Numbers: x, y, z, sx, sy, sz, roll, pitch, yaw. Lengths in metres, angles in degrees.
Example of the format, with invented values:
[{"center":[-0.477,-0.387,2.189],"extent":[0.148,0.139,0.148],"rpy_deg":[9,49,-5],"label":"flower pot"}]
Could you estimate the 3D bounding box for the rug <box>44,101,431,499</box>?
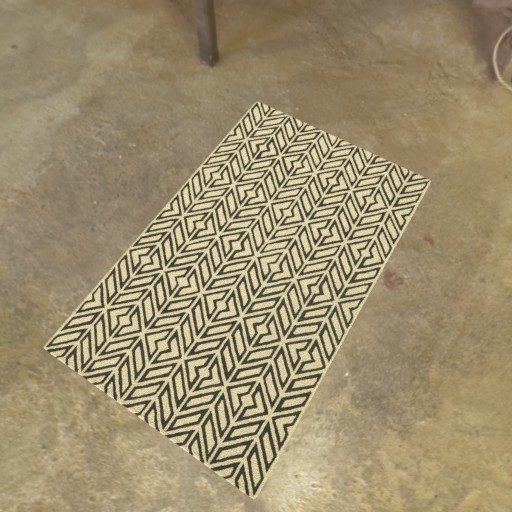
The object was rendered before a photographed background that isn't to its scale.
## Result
[{"center":[0.000,0.000,2.975],"extent":[1.523,0.008,2.438],"rpy_deg":[29,66,14],"label":"rug"}]
